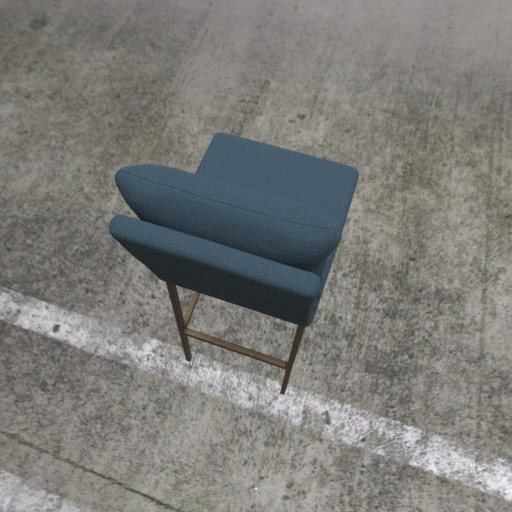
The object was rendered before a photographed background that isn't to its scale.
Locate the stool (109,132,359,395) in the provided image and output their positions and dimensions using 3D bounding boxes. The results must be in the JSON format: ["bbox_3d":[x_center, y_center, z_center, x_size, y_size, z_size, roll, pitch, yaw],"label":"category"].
[{"bbox_3d":[0.000,0.000,1.384,0.463,1.124,0.568,17,64,9],"label":"stool"}]
